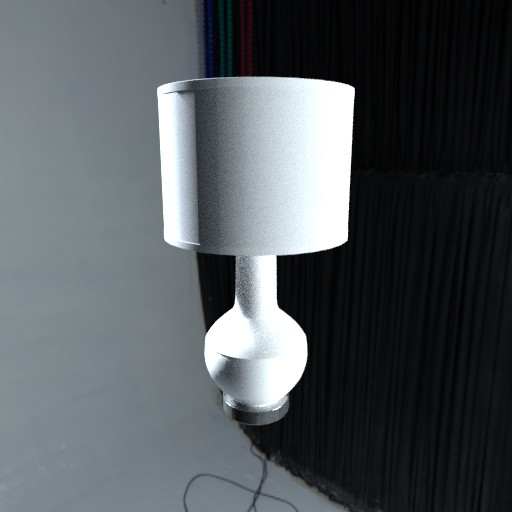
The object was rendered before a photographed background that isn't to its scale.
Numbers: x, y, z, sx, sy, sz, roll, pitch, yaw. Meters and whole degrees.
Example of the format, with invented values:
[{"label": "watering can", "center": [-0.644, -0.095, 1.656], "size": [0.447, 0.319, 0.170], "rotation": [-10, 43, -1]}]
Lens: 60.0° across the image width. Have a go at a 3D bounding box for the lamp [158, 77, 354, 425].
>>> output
[{"label": "lamp", "center": [0.000, 0.000, 0.889], "size": [0.357, 0.673, 0.357], "rotation": [13, 19, 43]}]
